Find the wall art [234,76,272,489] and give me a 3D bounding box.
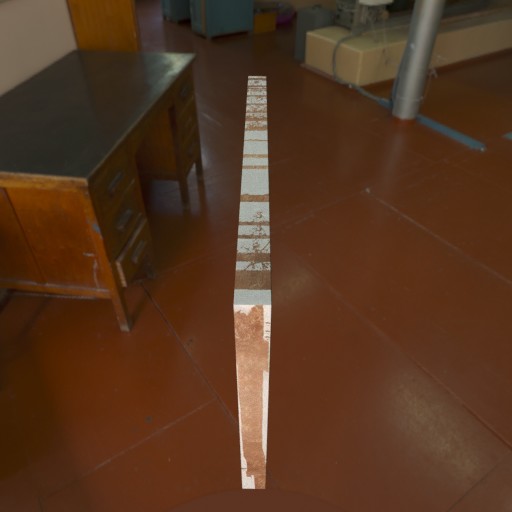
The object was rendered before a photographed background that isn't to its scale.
[{"bbox_3d":[0.000,0.000,0.769,0.035,0.405,0.609,0,41,0],"label":"wall art"}]
